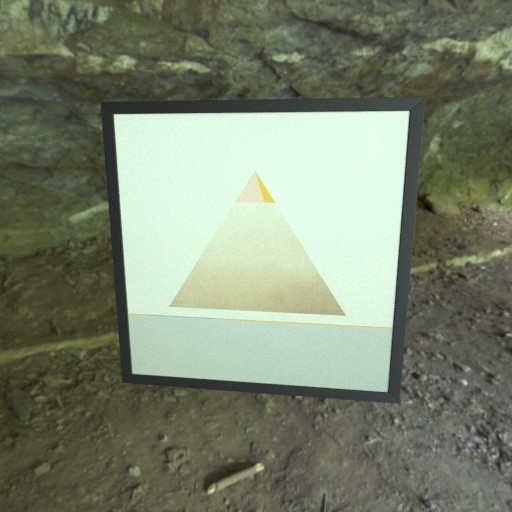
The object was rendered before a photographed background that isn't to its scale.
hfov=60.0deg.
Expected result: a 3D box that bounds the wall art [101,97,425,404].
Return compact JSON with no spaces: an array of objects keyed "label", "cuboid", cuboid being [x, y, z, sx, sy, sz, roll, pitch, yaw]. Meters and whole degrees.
[{"label":"wall art","cuboid":[0.000,0.000,0.767,0.513,0.511,0.028,2,14,8]}]
